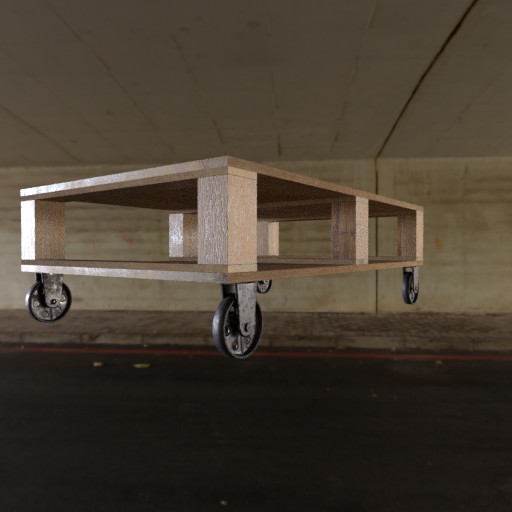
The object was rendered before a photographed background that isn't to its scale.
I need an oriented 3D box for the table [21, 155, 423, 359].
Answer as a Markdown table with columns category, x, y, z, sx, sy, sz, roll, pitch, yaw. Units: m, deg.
| category | x | y | z | sx | sy | sz | roll | pitch | yaw |
| --- | --- | --- | --- | --- | --- | --- | --- | --- | --- |
| table | 0.000 | 0.000 | 1.632 | 0.827 | 0.413 | 1.299 | 1 | 1 | 37 |
